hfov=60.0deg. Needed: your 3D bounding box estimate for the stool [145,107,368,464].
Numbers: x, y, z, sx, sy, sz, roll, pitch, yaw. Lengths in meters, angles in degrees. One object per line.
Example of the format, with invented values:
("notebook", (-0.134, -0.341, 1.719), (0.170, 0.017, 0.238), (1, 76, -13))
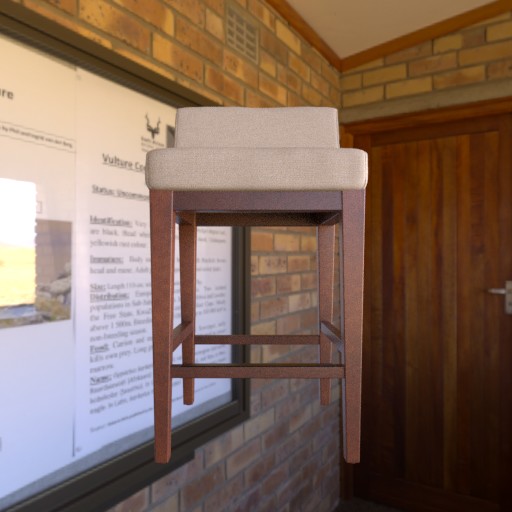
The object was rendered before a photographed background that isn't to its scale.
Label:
("stool", (0.000, 0.000, 1.218), (0.511, 0.937, 0.500), (0, 0, 0))
